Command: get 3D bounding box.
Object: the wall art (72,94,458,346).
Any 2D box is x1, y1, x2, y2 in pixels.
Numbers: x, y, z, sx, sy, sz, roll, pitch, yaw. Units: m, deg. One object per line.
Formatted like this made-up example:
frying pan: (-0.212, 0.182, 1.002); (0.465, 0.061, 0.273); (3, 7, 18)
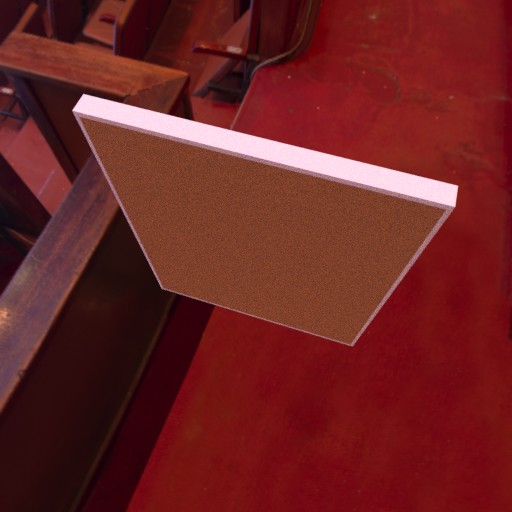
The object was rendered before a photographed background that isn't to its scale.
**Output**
wall art: (0.000, 0.000, 0.741); (0.443, 0.549, 0.030); (16, 64, 8)
